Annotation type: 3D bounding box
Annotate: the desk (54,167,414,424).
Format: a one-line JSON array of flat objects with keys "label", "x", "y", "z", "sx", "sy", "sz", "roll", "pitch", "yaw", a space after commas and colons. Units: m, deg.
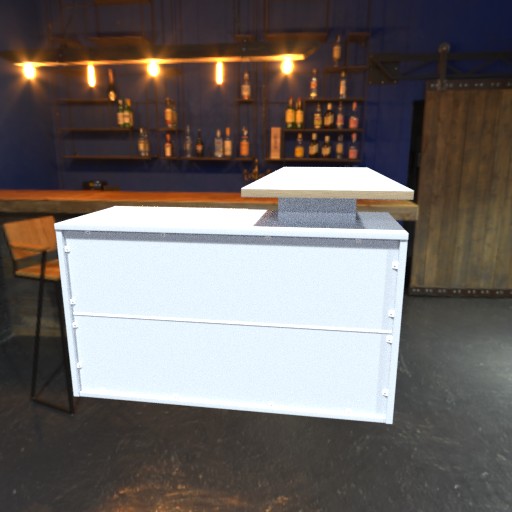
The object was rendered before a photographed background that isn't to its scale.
[{"label": "desk", "x": 0.000, "y": 0.000, "z": 2.072, "sx": 1.098, "sy": 0.755, "sz": 1.404, "roll": 2, "pitch": 14, "yaw": 8}]
